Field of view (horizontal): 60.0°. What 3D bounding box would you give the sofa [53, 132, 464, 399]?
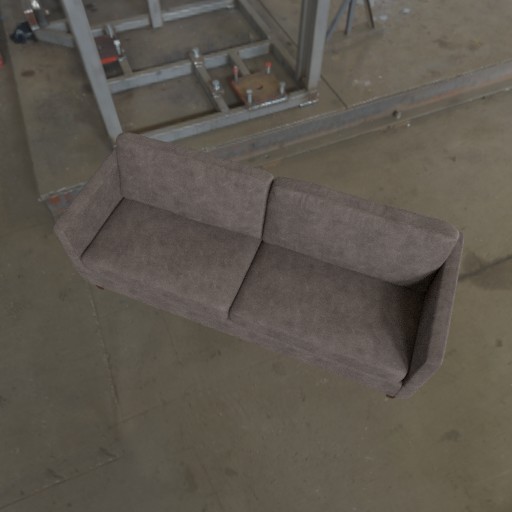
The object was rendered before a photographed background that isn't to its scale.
[{"bbox_3d":[0.000,0.000,2.972,2.434,0.965,0.951,18,59,12],"label":"sofa"}]
